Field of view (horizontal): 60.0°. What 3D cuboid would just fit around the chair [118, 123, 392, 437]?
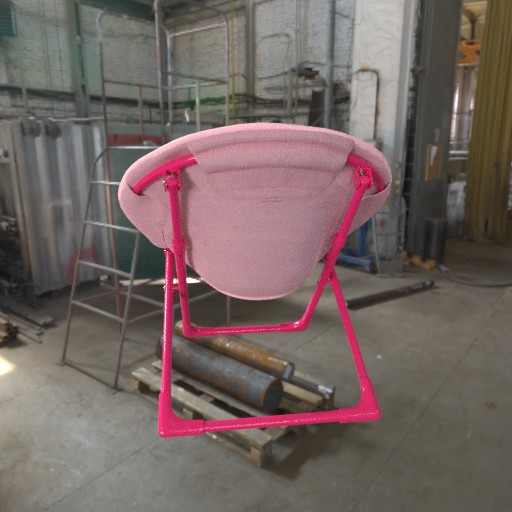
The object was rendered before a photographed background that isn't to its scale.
[{"bbox_3d":[0.000,0.000,0.901,0.522,0.494,0.459,-2,14,-7],"label":"chair"}]
